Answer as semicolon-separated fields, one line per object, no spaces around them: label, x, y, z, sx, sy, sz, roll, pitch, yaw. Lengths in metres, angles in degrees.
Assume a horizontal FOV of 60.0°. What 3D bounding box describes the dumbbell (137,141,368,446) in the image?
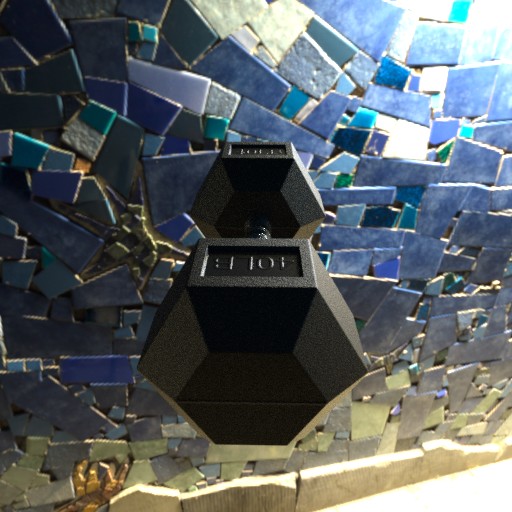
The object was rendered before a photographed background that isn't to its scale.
dumbbell;0.000;0.000;0.432;0.157;0.137;0.361;1;30;1
